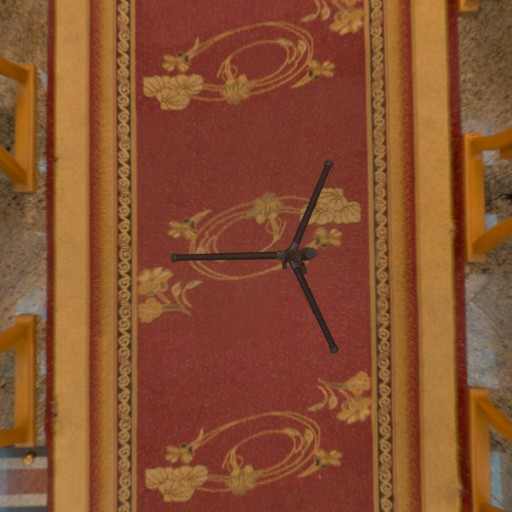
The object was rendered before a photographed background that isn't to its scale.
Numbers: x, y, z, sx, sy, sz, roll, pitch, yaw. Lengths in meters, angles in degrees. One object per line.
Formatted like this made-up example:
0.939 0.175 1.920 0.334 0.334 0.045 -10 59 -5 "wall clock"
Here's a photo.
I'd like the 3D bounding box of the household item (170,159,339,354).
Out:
0.000 0.000 1.846 0.907 1.136 1.045 0 90 -1 "household item"
